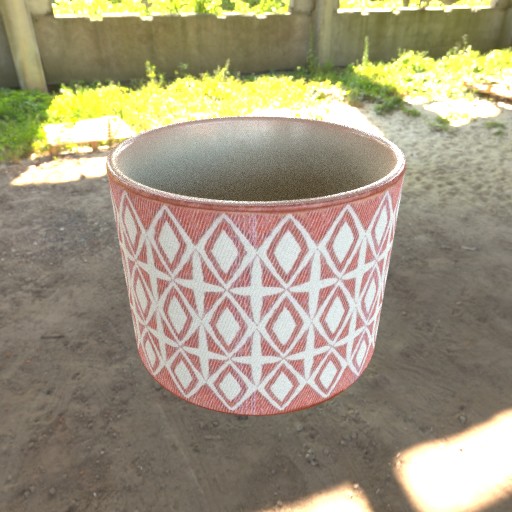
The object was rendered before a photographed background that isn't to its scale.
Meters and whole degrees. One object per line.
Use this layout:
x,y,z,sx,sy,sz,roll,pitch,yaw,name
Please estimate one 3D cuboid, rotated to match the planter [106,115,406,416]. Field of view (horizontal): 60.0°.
0.000,0.000,0.478,0.273,0.237,0.273,0,30,0,planter
